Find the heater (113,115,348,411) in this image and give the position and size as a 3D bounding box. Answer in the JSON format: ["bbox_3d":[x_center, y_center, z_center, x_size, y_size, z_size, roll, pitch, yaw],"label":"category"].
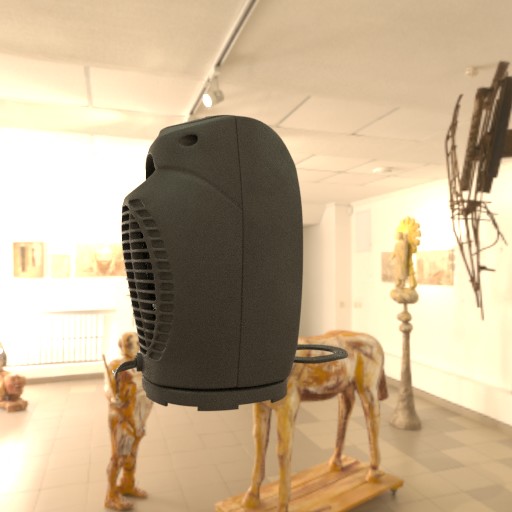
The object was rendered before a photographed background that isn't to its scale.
[{"bbox_3d":[0.000,0.000,0.477,0.291,0.255,0.239,0,-1,-19],"label":"heater"}]
